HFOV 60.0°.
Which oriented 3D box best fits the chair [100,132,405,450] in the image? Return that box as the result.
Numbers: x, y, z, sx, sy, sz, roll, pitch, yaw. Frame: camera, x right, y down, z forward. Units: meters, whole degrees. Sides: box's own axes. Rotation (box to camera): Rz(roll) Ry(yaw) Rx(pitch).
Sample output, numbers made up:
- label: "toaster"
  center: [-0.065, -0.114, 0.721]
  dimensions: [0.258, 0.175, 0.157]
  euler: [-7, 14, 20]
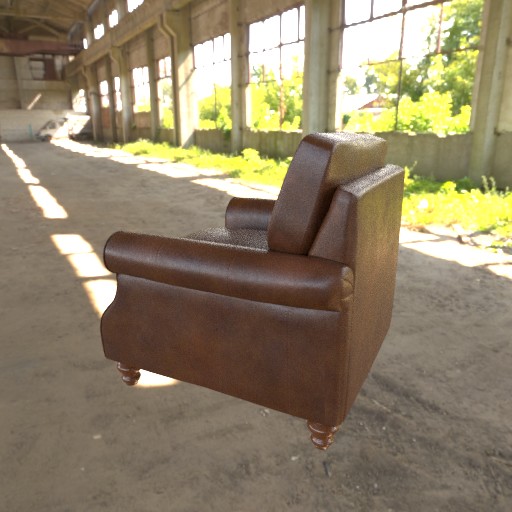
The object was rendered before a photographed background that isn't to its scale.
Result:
- label: "chair"
  center: [0.000, 0.000, 1.777]
  dimensions: [0.992, 0.972, 0.989]
  euler: [8, 19, 26]
